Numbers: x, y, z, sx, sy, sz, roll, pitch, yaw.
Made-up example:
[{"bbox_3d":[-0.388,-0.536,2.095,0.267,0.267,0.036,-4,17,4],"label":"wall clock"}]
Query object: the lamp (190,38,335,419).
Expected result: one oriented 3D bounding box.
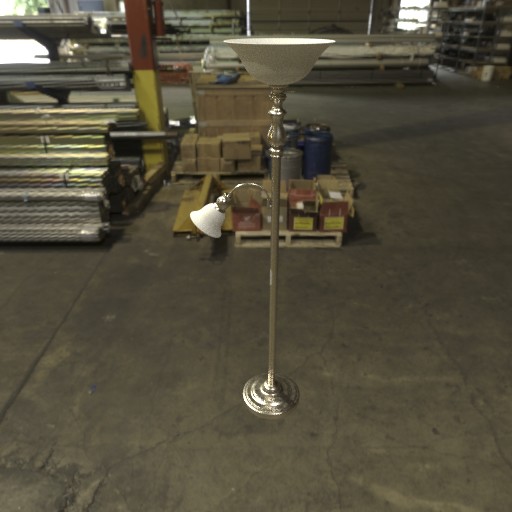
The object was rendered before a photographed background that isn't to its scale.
[{"bbox_3d":[0.000,0.000,2.041,0.575,1.785,0.405,0,29,0],"label":"lamp"}]
